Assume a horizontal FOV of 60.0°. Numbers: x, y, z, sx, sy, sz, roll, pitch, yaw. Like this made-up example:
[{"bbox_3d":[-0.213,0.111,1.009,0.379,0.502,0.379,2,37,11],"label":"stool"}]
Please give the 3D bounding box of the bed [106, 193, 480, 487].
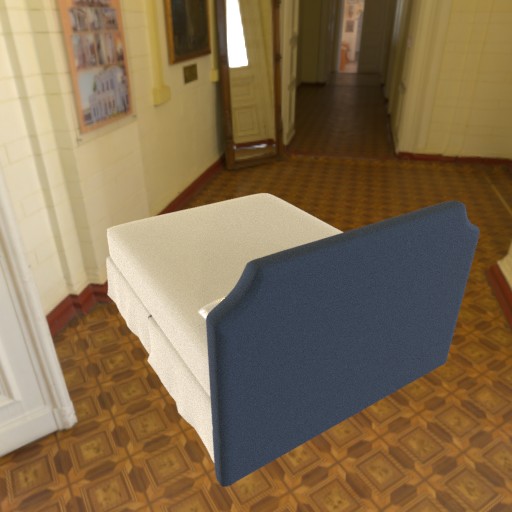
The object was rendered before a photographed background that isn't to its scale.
[{"bbox_3d":[0.000,0.000,3.288,1.831,1.297,2.260,-17,33,-28],"label":"bed"}]
